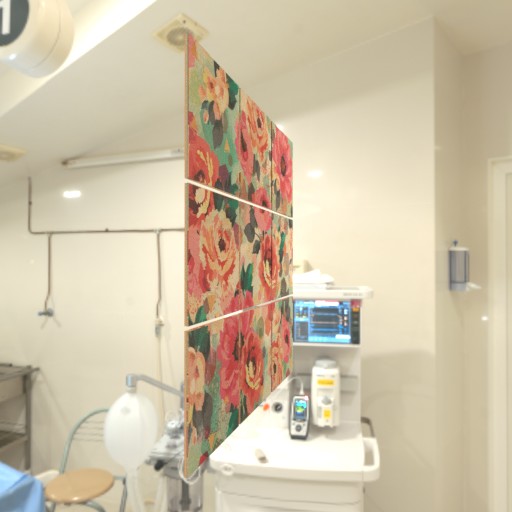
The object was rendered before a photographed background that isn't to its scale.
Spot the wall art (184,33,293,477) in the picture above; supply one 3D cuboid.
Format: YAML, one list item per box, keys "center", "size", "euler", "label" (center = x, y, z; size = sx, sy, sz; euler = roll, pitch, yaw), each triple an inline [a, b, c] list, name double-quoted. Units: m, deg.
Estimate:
- center: [0.000, 0.000, 1.794]
  size: [0.013, 1.220, 1.216]
  euler: [0, 0, 18]
  label: "wall art"
